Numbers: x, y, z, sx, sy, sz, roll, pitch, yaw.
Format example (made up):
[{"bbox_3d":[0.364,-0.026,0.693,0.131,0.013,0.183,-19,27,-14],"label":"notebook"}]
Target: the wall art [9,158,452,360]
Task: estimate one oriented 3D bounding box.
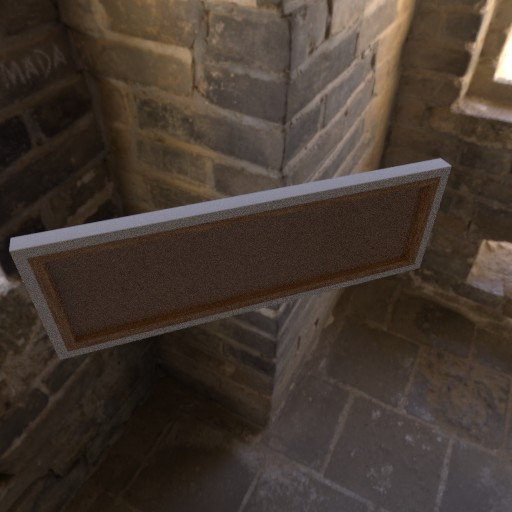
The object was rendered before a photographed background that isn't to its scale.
[{"bbox_3d":[0.000,0.000,0.831,0.766,0.256,0.036,-13,42,-15],"label":"wall art"}]
